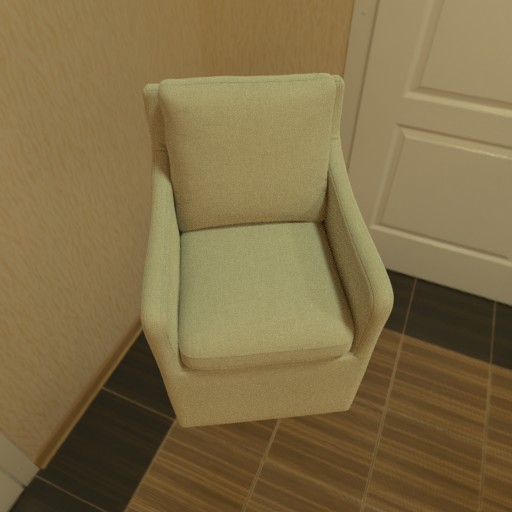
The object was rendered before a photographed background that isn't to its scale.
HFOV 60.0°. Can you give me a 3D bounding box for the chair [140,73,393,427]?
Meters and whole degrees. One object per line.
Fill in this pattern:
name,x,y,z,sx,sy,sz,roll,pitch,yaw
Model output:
chair,0.000,0.000,1.365,0.626,0.914,0.694,-4,47,-4
